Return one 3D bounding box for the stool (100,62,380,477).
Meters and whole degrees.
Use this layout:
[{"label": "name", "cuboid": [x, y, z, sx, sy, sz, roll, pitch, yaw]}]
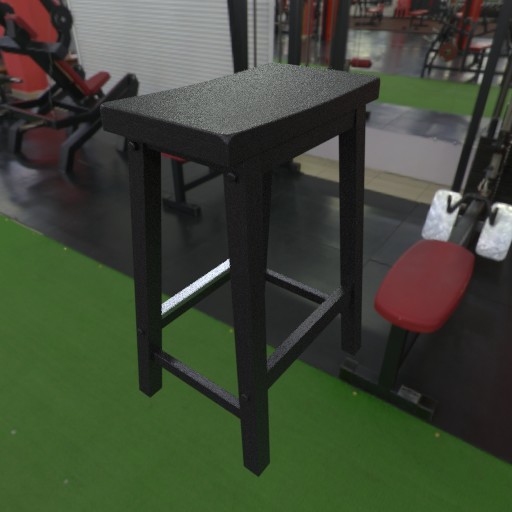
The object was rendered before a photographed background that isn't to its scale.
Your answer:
[{"label": "stool", "cuboid": [0.000, 0.000, 0.842, 0.322, 0.610, 0.406, 23, 39, 31]}]
